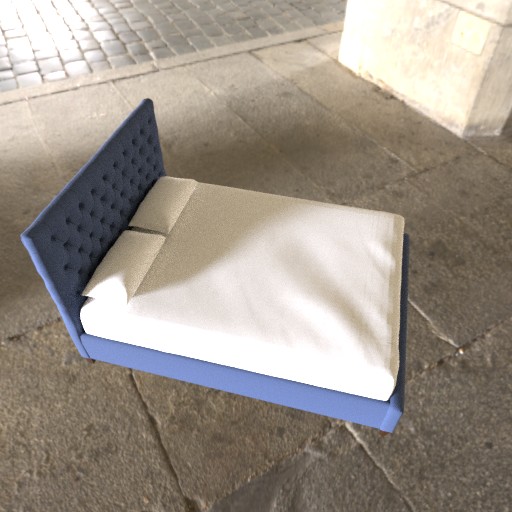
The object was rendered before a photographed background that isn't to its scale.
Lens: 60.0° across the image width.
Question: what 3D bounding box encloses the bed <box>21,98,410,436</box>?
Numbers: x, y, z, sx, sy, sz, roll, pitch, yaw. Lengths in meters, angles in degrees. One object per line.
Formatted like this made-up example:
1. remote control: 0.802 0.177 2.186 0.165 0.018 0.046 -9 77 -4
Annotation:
1. bed: 0.000 0.000 3.367 2.387 1.427 1.706 11 48 10
